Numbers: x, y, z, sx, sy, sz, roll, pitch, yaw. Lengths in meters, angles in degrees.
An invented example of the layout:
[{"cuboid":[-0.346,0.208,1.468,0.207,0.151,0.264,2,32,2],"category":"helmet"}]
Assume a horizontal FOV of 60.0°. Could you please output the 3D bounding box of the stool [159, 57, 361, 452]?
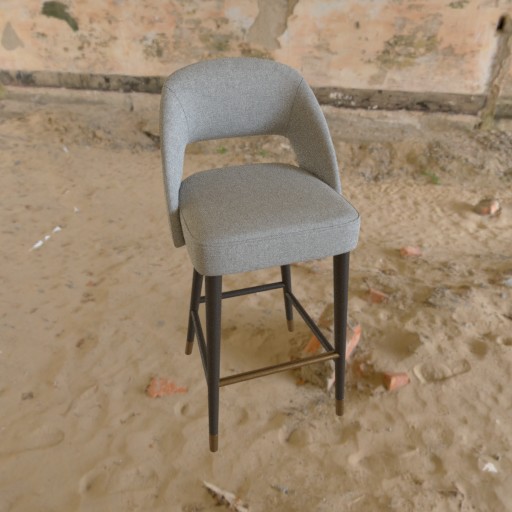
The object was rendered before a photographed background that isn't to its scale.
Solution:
[{"cuboid":[0.000,0.000,1.335,0.494,1.037,0.509,-10,34,-15],"category":"stool"}]
